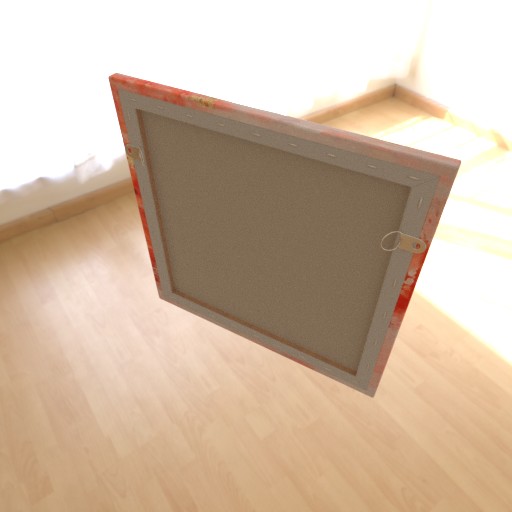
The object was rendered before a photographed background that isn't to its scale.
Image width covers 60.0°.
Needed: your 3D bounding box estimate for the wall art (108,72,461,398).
[{"bbox_3d":[0.000,0.000,1.294,0.878,0.878,0.066,21,48,21],"label":"wall art"}]
